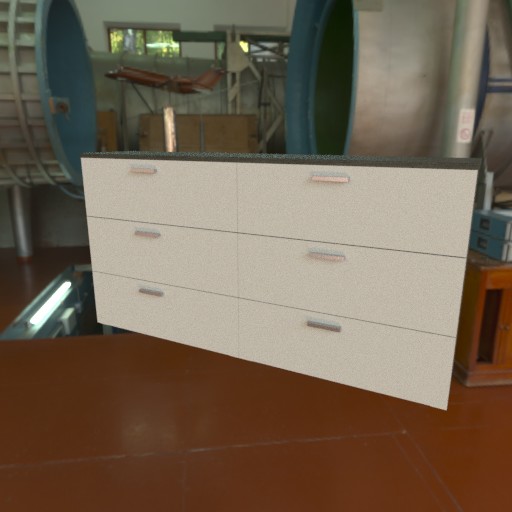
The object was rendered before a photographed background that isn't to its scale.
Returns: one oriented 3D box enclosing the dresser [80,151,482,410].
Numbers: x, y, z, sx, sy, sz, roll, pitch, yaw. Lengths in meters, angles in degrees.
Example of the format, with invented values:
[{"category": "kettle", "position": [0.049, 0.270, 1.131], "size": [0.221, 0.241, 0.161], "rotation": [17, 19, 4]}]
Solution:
[{"category": "dresser", "position": [0.000, 0.000, 1.787], "size": [1.535, 0.790, 0.333], "rotation": [8, 17, 26]}]
